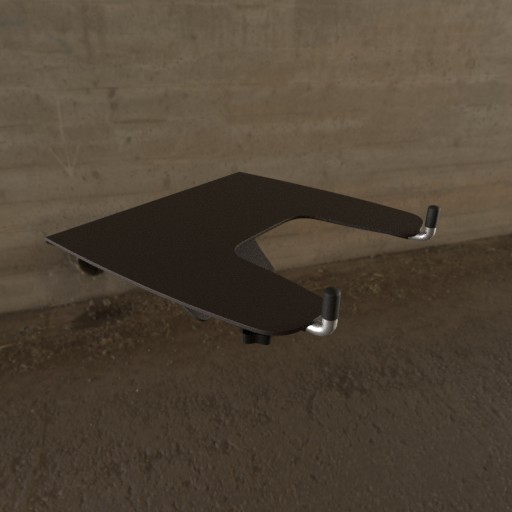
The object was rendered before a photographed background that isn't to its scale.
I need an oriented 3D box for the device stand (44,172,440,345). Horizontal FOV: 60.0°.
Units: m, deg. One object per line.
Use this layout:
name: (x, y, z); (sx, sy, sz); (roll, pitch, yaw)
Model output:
device stand: (0.000, 0.000, 0.362); (0.230, 0.092, 0.230); (19, 32, 34)
